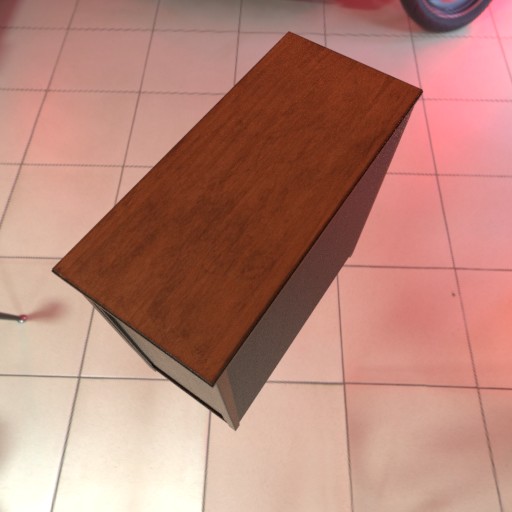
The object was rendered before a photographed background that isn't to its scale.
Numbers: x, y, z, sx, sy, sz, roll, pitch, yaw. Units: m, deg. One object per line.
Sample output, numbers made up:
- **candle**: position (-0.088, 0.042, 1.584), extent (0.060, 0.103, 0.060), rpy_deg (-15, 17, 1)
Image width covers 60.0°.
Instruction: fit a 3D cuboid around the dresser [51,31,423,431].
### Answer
- **dresser**: position (0.000, 0.000, 1.953), extent (0.591, 1.224, 1.250), rpy_deg (31, 67, 15)
